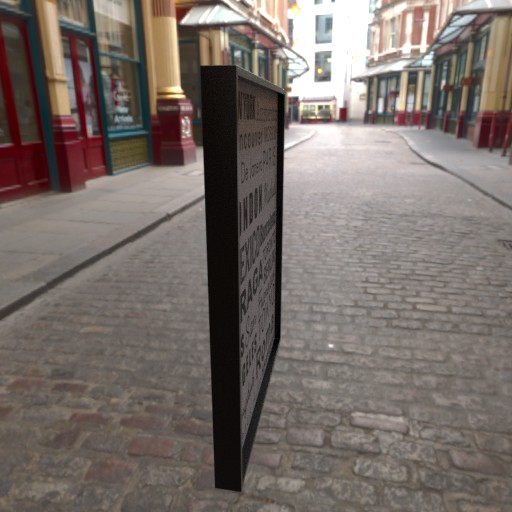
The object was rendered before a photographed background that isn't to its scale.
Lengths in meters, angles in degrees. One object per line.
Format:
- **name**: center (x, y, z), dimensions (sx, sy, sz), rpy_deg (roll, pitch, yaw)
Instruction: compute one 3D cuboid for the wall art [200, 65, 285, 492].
- **wall art**: center (0.000, 0.000, 0.749), dimensions (0.038, 0.551, 0.448), rpy_deg (3, 18, 10)
